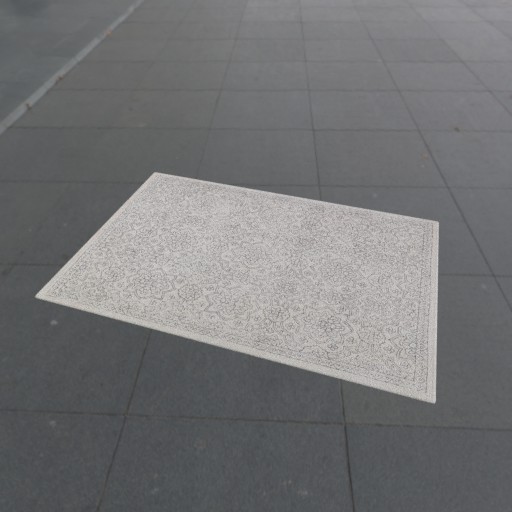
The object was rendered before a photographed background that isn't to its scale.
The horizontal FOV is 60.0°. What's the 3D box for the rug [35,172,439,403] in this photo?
[{"bbox_3d":[0.000,0.000,2.922,2.286,0.011,1.524,12,42,13],"label":"rug"}]
